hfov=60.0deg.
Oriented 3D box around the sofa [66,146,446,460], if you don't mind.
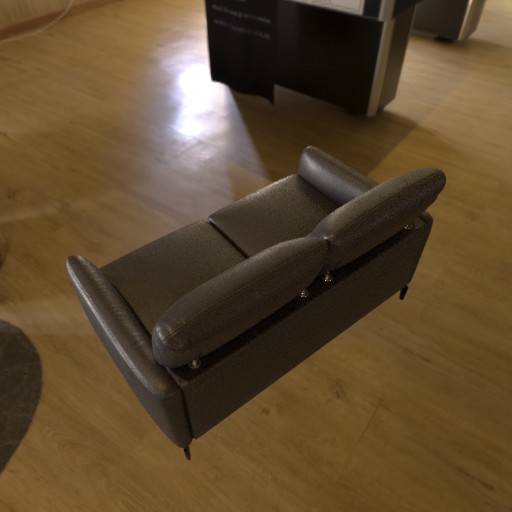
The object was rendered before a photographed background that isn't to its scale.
[{"bbox_3d":[0.000,0.000,2.178,1.596,0.920,0.958,-29,53,-25],"label":"sofa"}]
